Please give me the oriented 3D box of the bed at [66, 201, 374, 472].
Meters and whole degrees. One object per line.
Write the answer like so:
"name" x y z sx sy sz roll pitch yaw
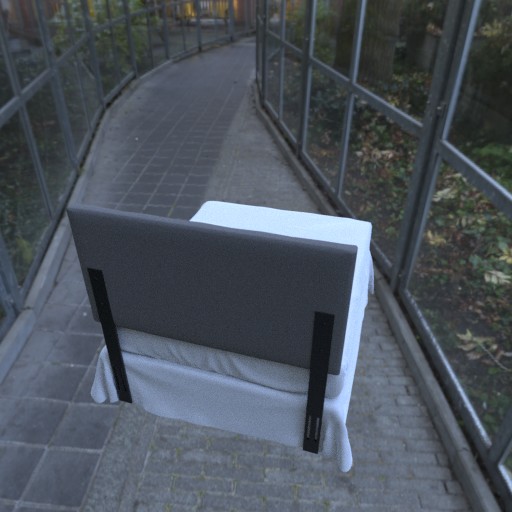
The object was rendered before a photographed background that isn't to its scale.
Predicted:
"bed" 0.000 0.000 3.522 1.936 1.577 2.222 9 33 15
